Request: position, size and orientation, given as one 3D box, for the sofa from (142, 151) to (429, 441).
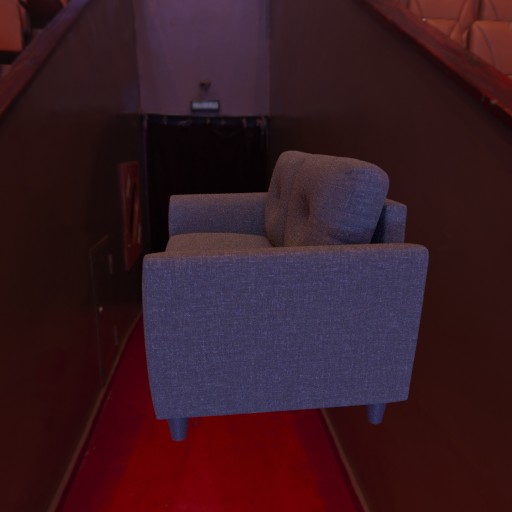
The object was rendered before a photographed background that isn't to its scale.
[{"bbox_3d":[0.000,0.000,1.969,0.851,0.885,1.423,-2,15,-7],"label":"sofa"}]
